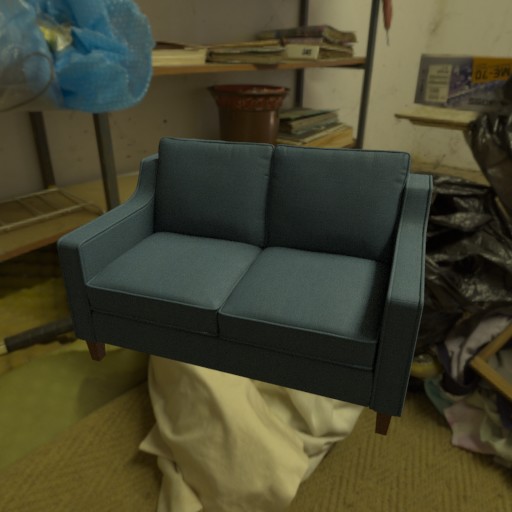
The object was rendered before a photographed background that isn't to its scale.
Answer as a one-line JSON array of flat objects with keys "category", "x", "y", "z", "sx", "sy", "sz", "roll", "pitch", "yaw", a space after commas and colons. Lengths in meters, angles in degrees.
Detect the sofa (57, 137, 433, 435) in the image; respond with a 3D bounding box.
[{"category": "sofa", "x": 0.000, "y": 0.000, "z": 2.144, "sx": 1.501, "sy": 0.971, "sz": 0.987, "roll": 9, "pitch": 28, "yaw": 17}]
